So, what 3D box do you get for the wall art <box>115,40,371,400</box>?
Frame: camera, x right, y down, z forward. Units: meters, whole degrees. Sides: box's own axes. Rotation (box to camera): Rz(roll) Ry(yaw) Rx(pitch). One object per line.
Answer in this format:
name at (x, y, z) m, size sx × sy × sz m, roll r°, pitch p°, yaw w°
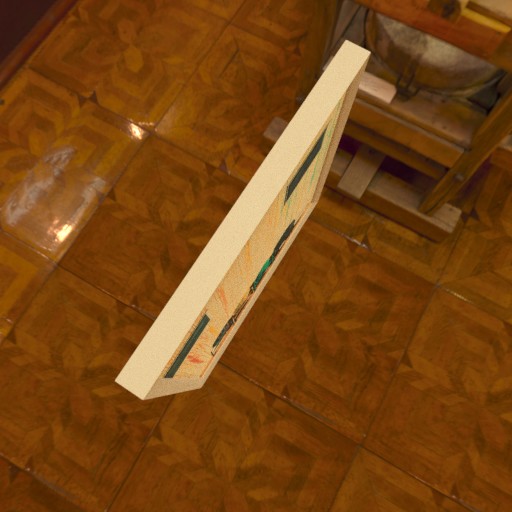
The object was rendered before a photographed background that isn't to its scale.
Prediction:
wall art at (0.000, 0.000, 0.767) m, size 0.037 × 0.508 × 0.508 m, roll 31°, pitch 77°, yaw 8°
